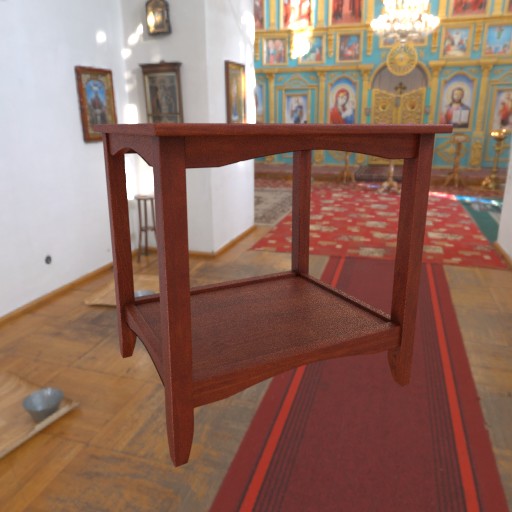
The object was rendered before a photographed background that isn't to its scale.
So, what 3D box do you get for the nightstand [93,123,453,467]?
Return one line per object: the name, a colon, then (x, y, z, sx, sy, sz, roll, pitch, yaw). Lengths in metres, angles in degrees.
nightstand: (0.000, 0.000, 0.980, 0.558, 0.558, 0.501, -8, 18, -27)
